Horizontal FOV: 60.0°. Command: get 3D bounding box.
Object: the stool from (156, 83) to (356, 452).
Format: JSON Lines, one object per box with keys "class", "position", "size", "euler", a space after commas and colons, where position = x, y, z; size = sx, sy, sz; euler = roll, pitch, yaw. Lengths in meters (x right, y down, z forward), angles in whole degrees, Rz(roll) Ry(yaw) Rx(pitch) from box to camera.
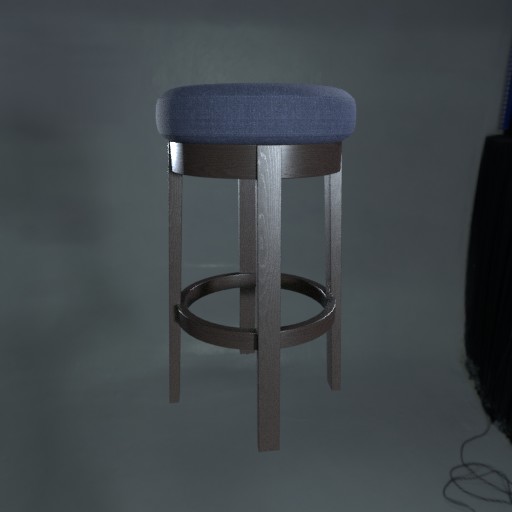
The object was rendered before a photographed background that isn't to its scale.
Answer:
{"class": "stool", "position": [0.000, 0.000, 1.061], "size": [0.446, 0.758, 0.446], "euler": [0, 17, 0]}
